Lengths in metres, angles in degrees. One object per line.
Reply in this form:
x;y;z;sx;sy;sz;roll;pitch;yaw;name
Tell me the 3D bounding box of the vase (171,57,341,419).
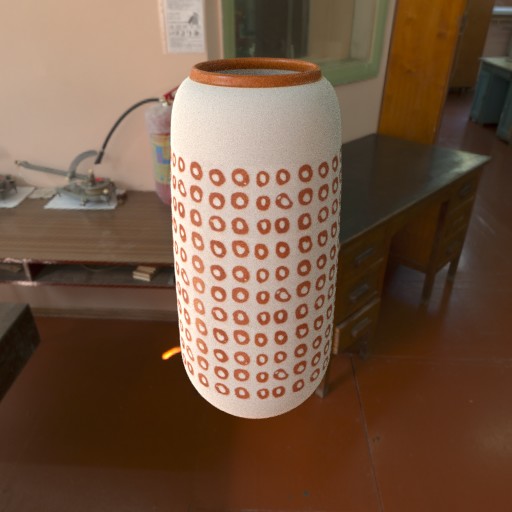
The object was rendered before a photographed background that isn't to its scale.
0.000;0.000;0.354;0.133;0.282;0.133;0;31;0;vase
